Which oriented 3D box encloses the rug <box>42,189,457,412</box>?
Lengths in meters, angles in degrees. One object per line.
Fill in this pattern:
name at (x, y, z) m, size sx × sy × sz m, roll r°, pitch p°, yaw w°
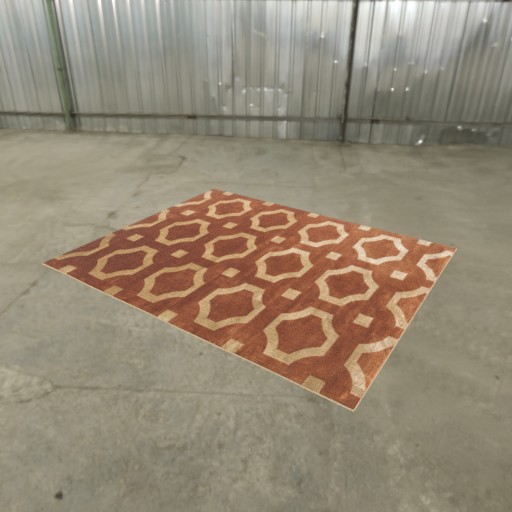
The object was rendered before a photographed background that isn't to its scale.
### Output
rug at (0.000, 0.000, 4.179) m, size 3.049 × 0.021 × 2.466 m, roll 18°, pitch 33°, yaw 30°
